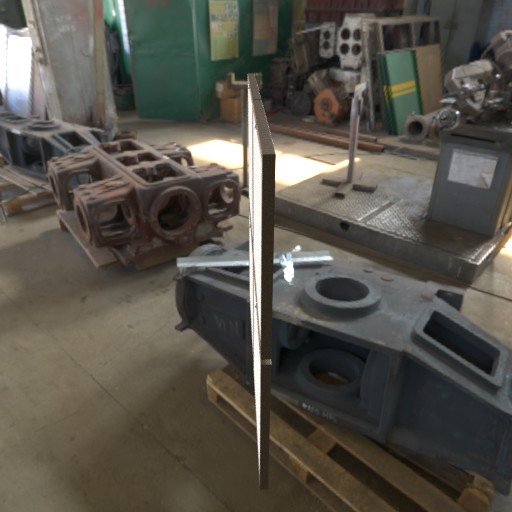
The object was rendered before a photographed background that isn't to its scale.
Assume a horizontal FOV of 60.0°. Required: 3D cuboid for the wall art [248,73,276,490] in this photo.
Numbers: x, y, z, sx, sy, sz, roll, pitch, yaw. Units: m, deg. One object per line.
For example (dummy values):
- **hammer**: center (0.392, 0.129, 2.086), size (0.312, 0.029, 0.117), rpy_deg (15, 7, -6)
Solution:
- **wall art**: center (0.000, 0.000, 1.523), size (0.030, 1.032, 1.032), rpy_deg (-1, 30, -2)
